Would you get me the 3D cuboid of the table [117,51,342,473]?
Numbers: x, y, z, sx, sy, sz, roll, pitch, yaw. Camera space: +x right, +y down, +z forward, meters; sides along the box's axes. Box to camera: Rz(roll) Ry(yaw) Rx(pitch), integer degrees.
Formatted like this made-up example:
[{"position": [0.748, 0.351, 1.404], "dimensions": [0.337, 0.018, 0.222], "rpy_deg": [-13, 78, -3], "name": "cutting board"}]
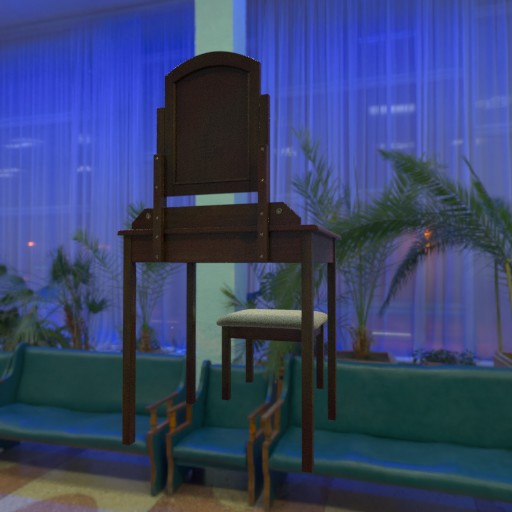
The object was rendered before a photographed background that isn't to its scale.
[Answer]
[{"position": [0.000, 0.000, 2.327], "dimensions": [0.876, 1.631, 1.211], "rpy_deg": [0, -1, 19], "name": "table"}]
